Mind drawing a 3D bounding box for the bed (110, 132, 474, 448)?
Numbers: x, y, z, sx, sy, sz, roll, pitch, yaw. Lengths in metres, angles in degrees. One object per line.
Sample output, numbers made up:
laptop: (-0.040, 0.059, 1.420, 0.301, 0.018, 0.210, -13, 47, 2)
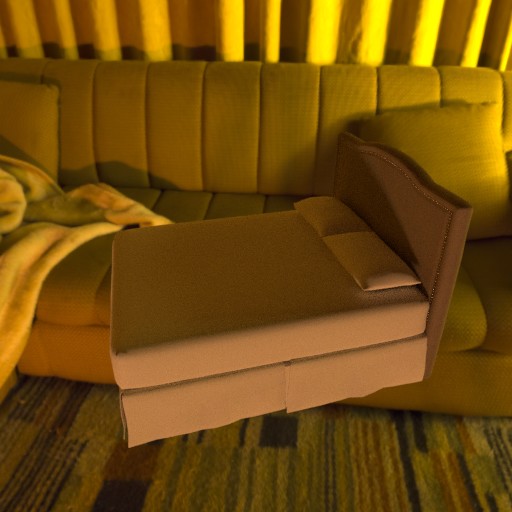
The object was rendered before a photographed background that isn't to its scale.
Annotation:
bed: (0.000, 0.000, 3.260, 2.128, 1.441, 1.744, -8, 31, -13)
